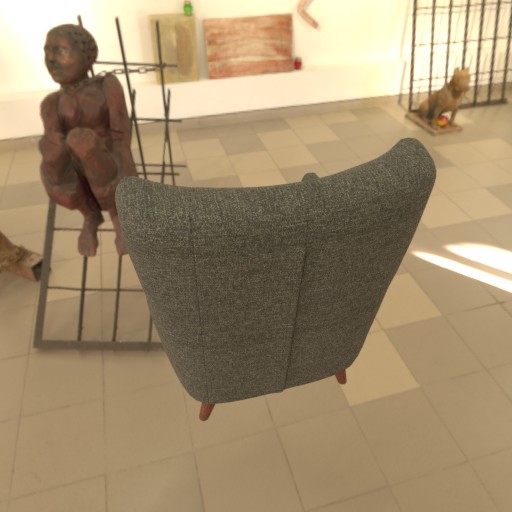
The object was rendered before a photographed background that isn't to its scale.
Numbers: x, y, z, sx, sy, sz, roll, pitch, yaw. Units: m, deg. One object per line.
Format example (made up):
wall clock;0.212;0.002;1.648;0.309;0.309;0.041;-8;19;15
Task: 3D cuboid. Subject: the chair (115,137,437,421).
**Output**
chair;0.000;0.000;1.693;0.878;1.063;0.904;-11;41;-12
